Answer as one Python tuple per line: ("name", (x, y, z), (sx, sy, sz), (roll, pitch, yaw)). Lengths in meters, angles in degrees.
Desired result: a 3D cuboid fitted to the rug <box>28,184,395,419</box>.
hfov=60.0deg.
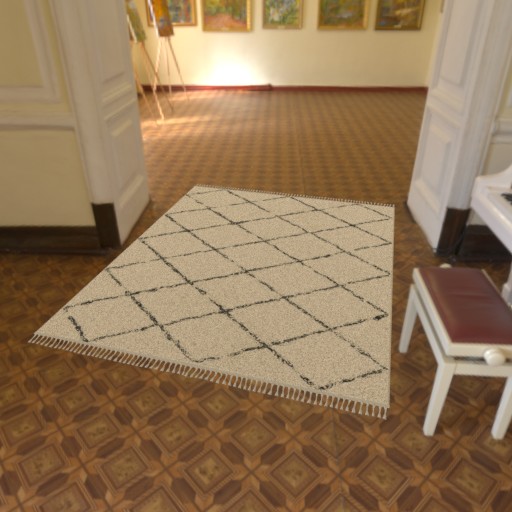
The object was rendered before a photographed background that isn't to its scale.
("rug", (0.000, 0.000, 3.986), (2.380, 0.013, 3.051), (8, 31, 14))
